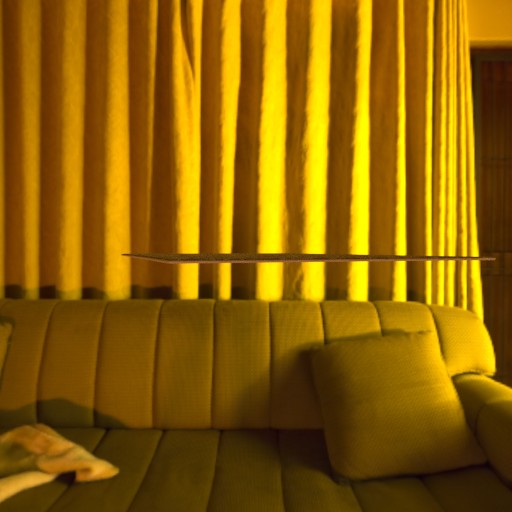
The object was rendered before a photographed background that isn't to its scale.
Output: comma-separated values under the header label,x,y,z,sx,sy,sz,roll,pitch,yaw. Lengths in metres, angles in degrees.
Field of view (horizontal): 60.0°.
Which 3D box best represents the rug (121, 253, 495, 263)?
label,x,y,z,sx,sy,sz,roll,pitch,yaw
rug,0.000,0.000,2.279,1.206,0.012,1.824,0,1,-21
